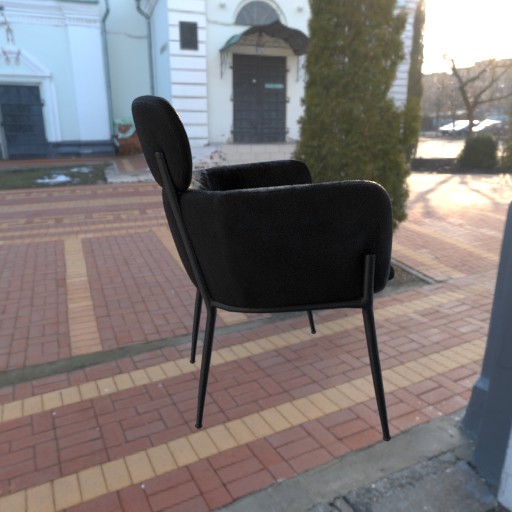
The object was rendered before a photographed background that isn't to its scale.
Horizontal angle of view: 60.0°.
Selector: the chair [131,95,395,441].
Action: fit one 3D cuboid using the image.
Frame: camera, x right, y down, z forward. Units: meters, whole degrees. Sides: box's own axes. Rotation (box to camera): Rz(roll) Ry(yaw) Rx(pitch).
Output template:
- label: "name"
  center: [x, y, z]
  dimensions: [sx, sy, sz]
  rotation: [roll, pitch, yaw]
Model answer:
- label: "chair"
  center: [0.000, 0.000, 1.227]
  dimensions: [0.604, 0.818, 0.640]
  rotation: [-3, 17, -10]
